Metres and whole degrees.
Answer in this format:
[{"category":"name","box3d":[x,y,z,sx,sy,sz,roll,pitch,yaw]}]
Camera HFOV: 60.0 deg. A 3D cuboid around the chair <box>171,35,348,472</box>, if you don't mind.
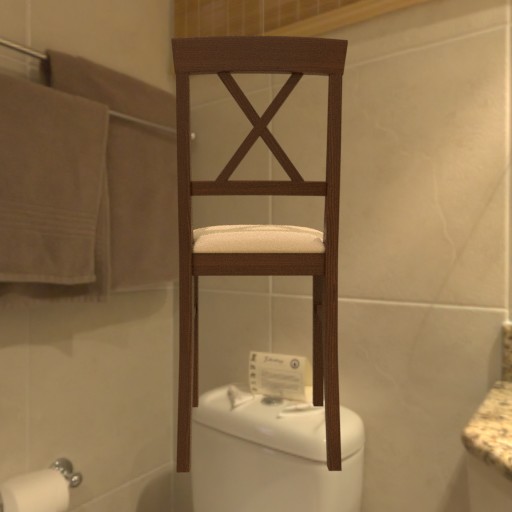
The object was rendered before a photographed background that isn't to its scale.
[{"category":"chair","box3d":[0.000,0.000,1.153,0.440,0.913,0.480,0,0,-1]}]
